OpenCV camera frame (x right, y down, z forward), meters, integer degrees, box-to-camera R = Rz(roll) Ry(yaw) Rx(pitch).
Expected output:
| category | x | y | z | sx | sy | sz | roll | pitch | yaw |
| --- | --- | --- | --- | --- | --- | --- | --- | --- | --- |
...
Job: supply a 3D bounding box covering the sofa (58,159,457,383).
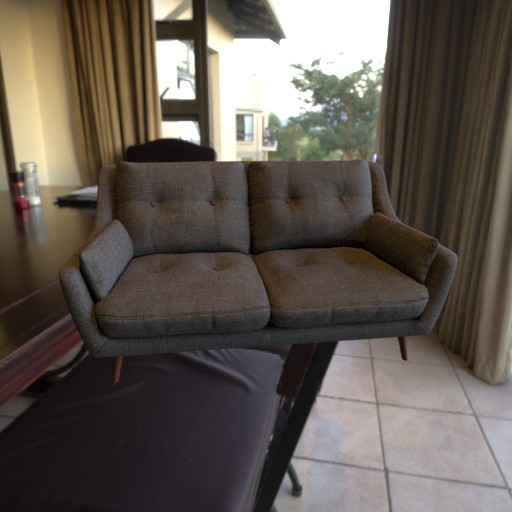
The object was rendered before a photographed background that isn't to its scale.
| category | x | y | z | sx | sy | sz | roll | pitch | yaw |
| --- | --- | --- | --- | --- | --- | --- | --- | --- | --- |
| sofa | 0.000 | 0.000 | 2.215 | 1.646 | 0.887 | 0.976 | -2 | 17 | -8 |
